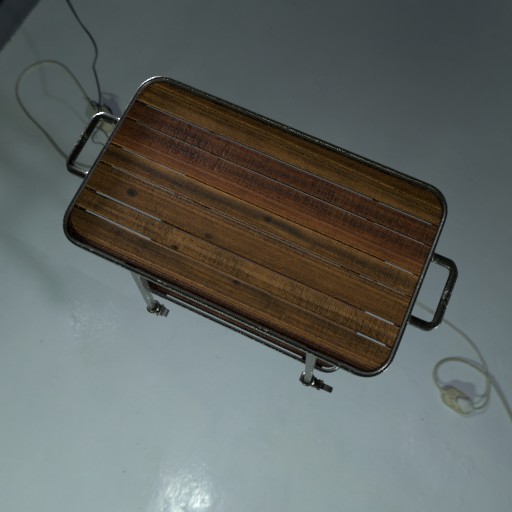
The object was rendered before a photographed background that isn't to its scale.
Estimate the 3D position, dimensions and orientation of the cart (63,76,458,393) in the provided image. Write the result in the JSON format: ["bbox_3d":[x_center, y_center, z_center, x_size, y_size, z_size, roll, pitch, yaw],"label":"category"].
[{"bbox_3d":[0.000,0.000,1.212,0.806,0.700,0.515,24,78,6],"label":"cart"}]
